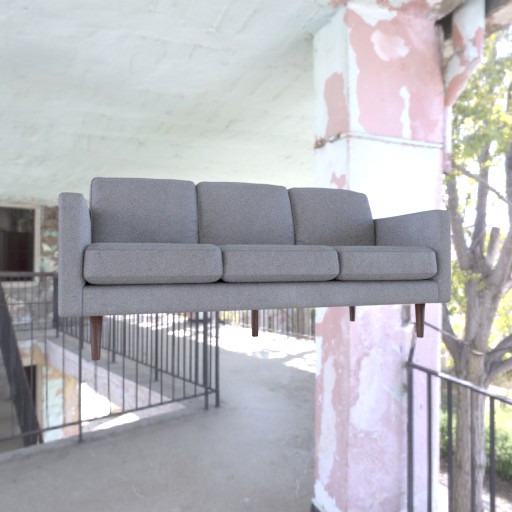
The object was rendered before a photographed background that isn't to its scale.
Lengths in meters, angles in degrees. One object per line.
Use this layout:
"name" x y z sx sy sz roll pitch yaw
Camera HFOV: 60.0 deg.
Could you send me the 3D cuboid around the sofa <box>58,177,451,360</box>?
"sofa" 0.000 0.000 2.505 1.983 0.918 0.944 0 -1 -19
